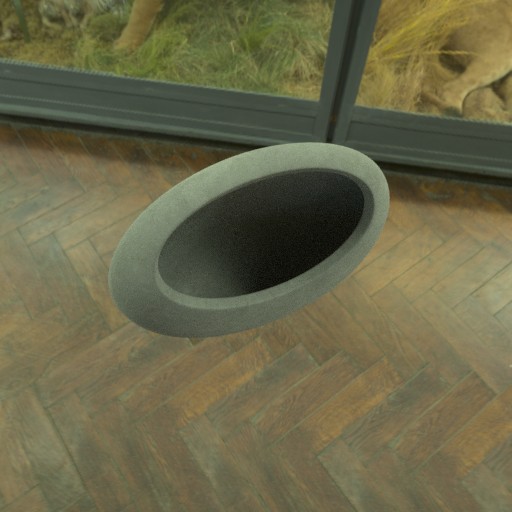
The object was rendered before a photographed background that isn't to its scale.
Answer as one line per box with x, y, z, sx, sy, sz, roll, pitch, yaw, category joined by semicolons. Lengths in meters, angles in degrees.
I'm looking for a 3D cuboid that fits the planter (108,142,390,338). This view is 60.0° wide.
0.000;0.000;0.288;0.185;0.188;0.071;-19;64;-10;planter
